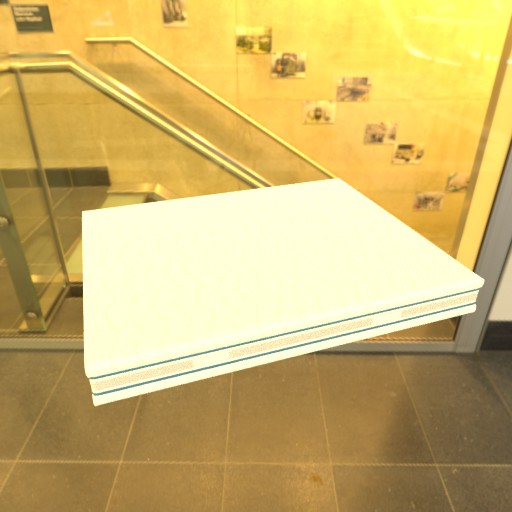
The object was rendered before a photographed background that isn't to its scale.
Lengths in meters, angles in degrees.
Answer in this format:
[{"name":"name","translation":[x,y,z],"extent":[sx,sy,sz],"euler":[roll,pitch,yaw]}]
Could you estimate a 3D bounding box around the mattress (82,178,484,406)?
[{"name":"mattress","translation":[0.000,0.000,2.752],"extent":[2.000,0.230,1.600],"euler":[-10,32,-16]}]
